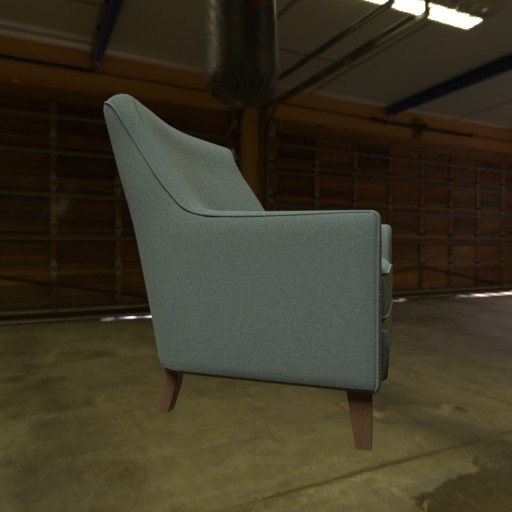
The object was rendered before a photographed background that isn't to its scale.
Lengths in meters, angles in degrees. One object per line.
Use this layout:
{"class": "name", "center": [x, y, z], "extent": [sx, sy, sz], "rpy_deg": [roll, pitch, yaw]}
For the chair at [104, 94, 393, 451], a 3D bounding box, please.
{"class": "chair", "center": [0.000, 0.000, 1.491], "extent": [0.879, 0.916, 0.756], "rpy_deg": [0, 1, 19]}
